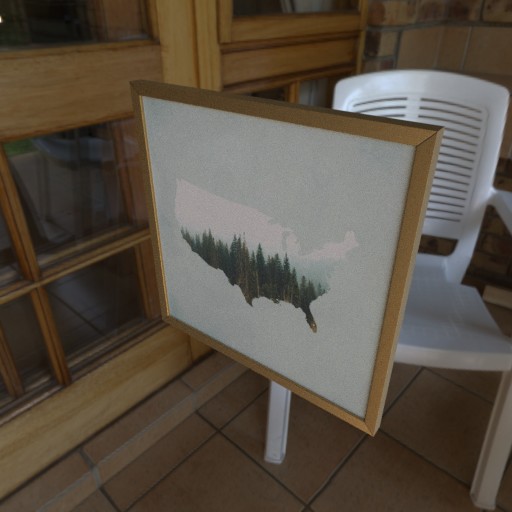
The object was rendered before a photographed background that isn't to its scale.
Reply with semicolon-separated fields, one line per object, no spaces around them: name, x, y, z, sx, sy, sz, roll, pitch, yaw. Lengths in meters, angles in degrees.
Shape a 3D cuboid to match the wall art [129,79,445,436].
wall art;0.000;0.000;1.121;0.762;0.762;0.038;21;37;31
